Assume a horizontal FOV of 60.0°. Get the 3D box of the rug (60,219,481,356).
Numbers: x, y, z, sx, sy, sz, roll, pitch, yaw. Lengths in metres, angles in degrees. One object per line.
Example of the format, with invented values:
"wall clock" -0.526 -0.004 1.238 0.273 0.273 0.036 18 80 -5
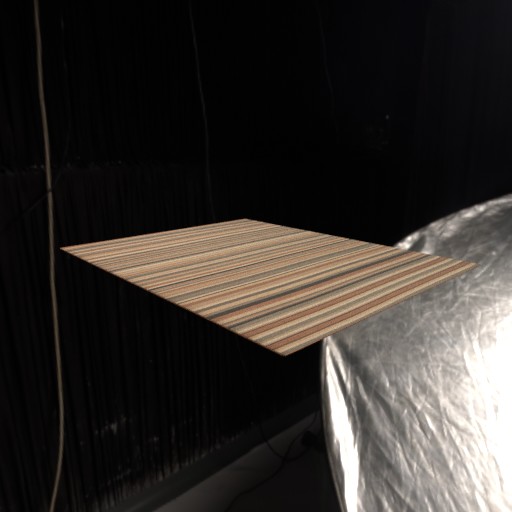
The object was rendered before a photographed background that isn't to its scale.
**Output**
"rug" 0.000 0.000 4.063 2.436 0.011 3.045 -13 20 -41
